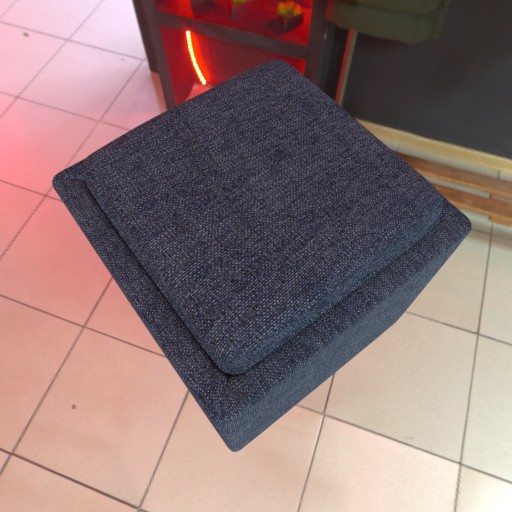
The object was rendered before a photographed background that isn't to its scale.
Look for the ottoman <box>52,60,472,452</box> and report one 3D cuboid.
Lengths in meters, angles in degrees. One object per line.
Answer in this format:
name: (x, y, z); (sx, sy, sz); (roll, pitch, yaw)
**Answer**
ottoman: (0.000, 0.000, 0.795); (0.450, 0.460, 0.450); (-34, 67, -17)
